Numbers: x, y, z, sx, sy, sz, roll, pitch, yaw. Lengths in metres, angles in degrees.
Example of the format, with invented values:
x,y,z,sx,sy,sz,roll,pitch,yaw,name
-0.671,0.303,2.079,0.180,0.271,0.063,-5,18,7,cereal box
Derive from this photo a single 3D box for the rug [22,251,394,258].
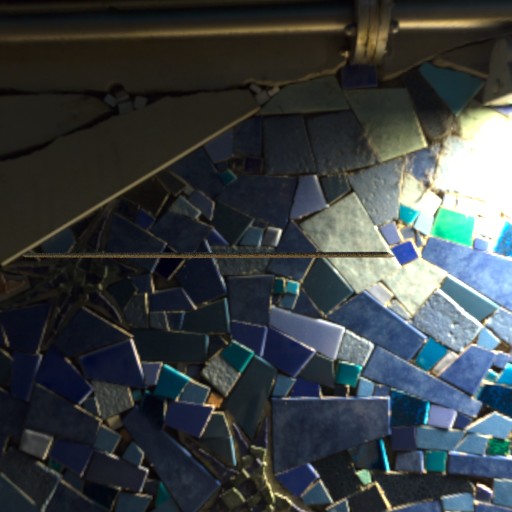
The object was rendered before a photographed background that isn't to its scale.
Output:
x,y,z,sx,sy,sz,roll,pitch,yaw,name
0.000,0.000,4.059,2.399,0.026,3.000,0,0,18,rug
